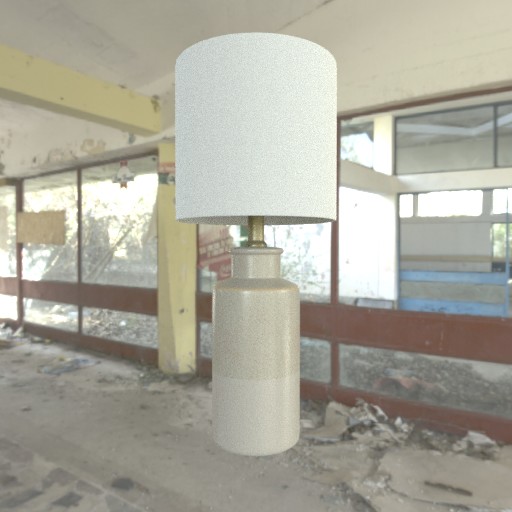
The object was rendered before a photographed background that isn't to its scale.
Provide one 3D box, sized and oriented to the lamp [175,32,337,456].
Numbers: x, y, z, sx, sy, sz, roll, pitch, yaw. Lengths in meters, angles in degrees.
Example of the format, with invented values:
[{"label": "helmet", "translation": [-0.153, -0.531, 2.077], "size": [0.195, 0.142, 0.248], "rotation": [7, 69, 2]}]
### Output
[{"label": "lamp", "translation": [0.000, 0.000, 0.594], "size": [0.212, 0.493, 0.212], "rotation": [0, 1, -19]}]
